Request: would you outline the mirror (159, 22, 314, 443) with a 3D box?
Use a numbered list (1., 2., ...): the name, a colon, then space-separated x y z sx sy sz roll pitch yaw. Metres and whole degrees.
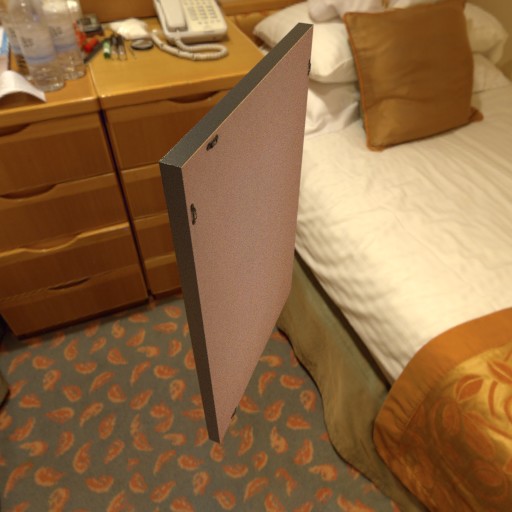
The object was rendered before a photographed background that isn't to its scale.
1. mirror: 0.000 0.000 1.121 0.040 0.915 0.609 16 47 15
